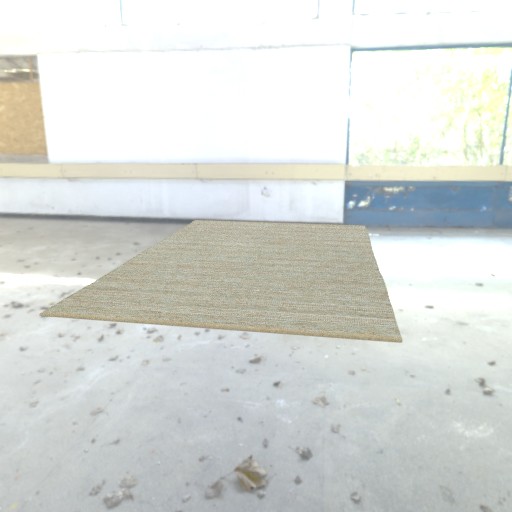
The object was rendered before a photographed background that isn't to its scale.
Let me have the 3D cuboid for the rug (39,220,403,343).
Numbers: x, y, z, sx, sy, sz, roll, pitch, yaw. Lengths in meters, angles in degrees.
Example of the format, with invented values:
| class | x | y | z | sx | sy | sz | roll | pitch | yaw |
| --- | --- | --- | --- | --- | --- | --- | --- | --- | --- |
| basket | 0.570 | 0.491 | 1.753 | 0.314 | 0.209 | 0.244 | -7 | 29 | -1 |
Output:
| class | x | y | z | sx | sy | sz | roll | pitch | yaw |
| --- | --- | --- | --- | --- | --- | --- | --- | --- | --- |
| rug | 0.000 | 0.000 | 2.327 | 1.240 | 0.010 | 1.824 | 3 | 15 | 9 |
